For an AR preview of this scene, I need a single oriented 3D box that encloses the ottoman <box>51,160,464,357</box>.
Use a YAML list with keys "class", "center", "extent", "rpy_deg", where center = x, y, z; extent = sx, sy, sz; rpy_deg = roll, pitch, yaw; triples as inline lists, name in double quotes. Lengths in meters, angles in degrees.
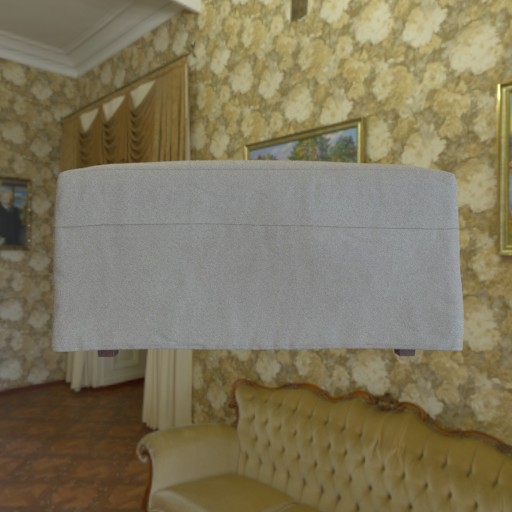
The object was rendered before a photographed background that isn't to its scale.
- class: "ottoman"
  center: [0.000, 0.000, 1.188]
  extent: [0.872, 0.444, 0.590]
  rpy_deg: [0, 0, -1]
